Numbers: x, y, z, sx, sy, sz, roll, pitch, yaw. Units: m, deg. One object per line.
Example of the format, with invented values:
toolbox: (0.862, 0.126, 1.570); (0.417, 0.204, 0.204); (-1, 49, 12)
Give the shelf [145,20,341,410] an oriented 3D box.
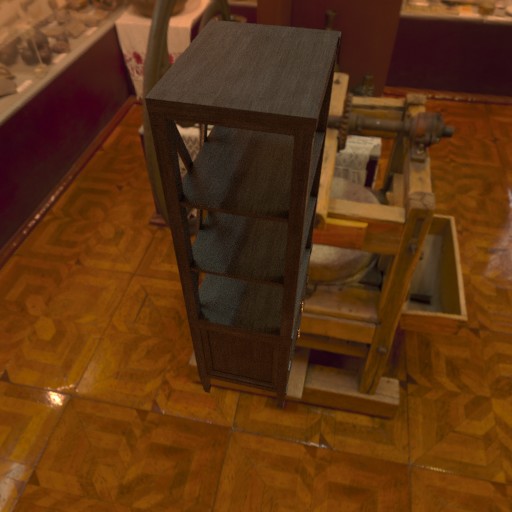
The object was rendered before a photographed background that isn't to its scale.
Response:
shelf: (0.000, 0.000, 1.971); (0.472, 1.727, 0.584); (10, 48, 9)
